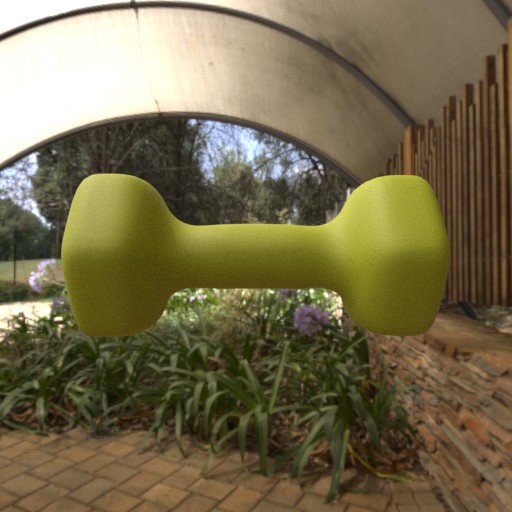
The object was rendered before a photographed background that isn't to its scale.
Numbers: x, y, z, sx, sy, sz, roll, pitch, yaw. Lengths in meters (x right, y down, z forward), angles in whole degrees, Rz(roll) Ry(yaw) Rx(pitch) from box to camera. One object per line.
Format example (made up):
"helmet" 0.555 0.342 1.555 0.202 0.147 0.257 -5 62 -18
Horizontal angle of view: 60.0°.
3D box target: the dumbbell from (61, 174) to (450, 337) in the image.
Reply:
"dumbbell" 0.000 0.000 0.208 0.164 0.072 0.080 0 -1 -1
